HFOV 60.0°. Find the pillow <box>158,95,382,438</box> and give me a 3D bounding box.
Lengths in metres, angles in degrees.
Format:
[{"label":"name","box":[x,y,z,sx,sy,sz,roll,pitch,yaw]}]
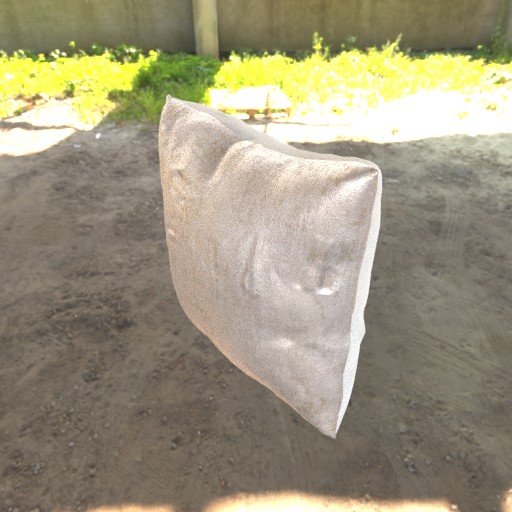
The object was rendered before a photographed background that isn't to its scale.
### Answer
[{"label":"pillow","box":[0.000,0.000,0.735,0.245,0.448,0.450,-22,39,-30]}]
